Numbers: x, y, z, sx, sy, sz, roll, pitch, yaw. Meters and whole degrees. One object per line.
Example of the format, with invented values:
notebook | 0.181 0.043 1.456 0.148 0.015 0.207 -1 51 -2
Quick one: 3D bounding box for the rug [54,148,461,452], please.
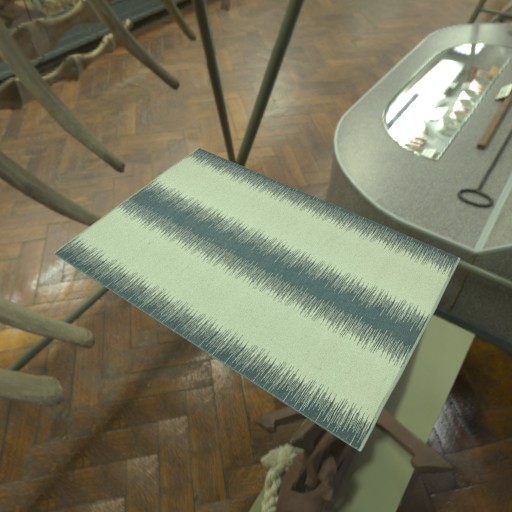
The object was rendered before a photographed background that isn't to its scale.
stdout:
rug | 0.000 0.000 2.412 1.854 0.006 1.234 27 53 23
